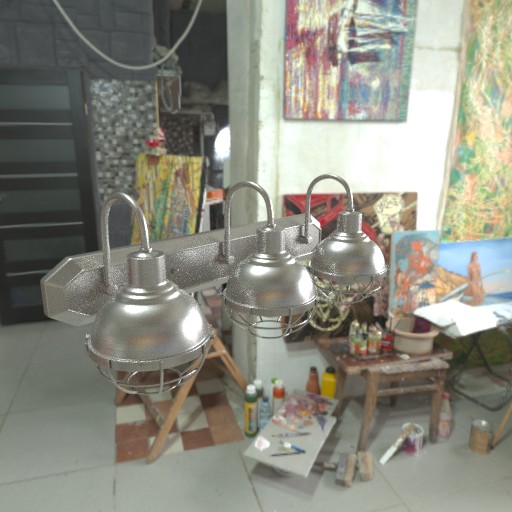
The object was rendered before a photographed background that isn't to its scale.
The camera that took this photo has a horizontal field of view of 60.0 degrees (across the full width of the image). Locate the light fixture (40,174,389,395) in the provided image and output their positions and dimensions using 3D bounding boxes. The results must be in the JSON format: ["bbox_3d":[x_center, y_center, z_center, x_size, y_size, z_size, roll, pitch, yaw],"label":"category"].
[{"bbox_3d":[0.000,0.000,0.764,0.229,0.254,0.634,14,20,43],"label":"light fixture"}]
